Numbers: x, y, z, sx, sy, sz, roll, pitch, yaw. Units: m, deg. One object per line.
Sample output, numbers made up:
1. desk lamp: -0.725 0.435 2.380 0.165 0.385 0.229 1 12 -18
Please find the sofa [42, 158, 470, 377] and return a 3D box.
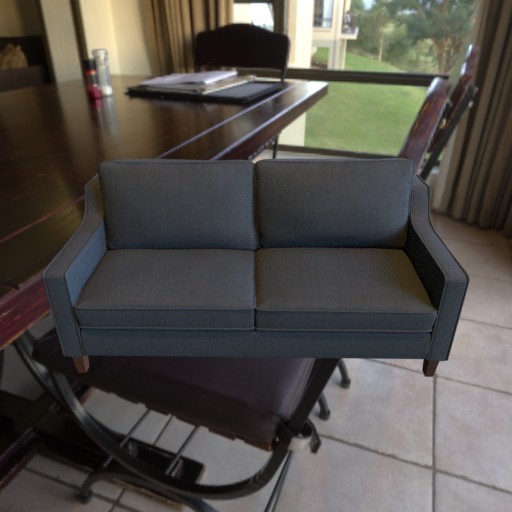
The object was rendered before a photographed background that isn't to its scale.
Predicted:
1. sofa: 0.000 0.000 2.757 2.178 1.071 1.066 0 30 1
